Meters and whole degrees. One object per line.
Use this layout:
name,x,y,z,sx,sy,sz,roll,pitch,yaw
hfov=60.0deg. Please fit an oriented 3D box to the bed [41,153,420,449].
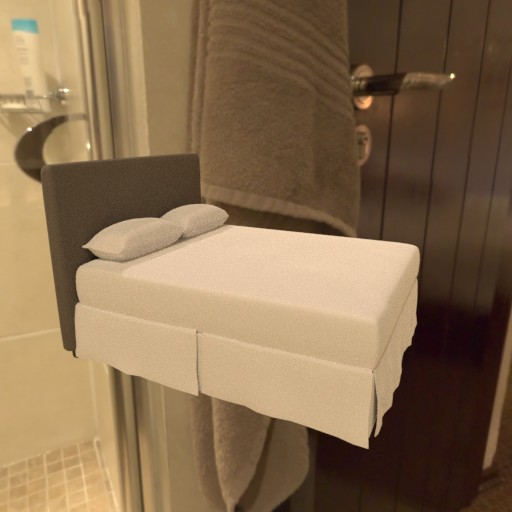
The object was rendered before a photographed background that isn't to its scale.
bed,0.000,0.000,3.154,2.142,1.330,1.723,8,18,25
